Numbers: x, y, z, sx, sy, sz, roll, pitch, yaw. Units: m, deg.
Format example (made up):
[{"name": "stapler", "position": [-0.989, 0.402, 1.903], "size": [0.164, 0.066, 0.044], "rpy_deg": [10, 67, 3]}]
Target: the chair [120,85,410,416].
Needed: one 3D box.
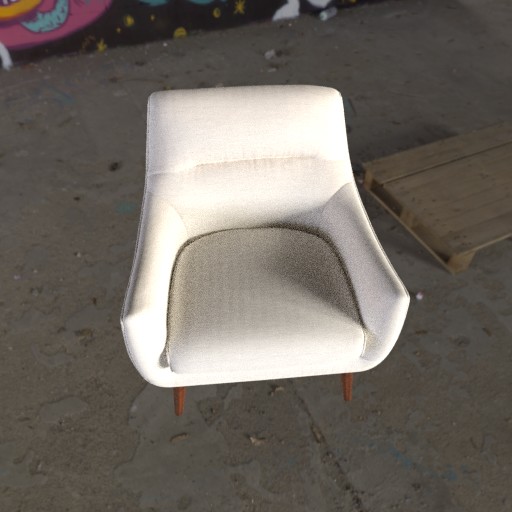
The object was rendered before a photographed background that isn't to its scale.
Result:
[{"name": "chair", "position": [0.000, 0.000, 1.465], "size": [0.762, 0.838, 0.787], "rpy_deg": [-4, 47, -4]}]
